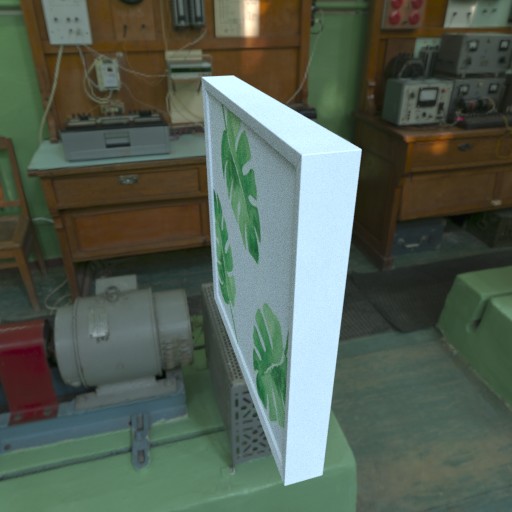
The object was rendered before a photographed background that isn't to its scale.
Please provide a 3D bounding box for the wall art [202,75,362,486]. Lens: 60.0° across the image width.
[{"bbox_3d":[0.000,0.000,0.455,0.038,0.305,0.305,-8,31,-14],"label":"wall art"}]
